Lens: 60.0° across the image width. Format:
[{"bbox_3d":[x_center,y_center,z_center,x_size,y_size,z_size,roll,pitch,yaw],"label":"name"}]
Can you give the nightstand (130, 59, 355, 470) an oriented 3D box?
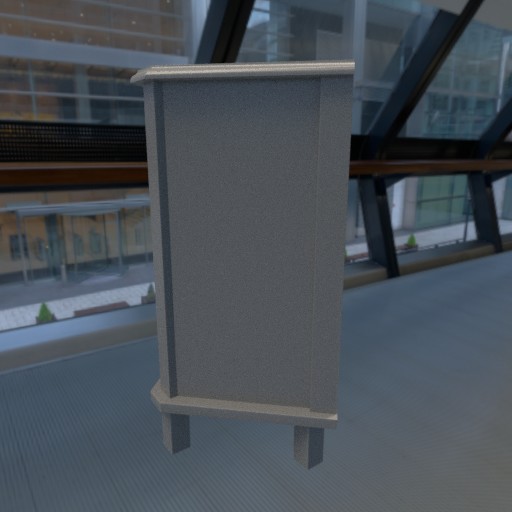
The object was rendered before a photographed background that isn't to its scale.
[{"bbox_3d":[0.000,0.000,0.924,0.348,0.680,0.435,2,14,9],"label":"nightstand"}]
